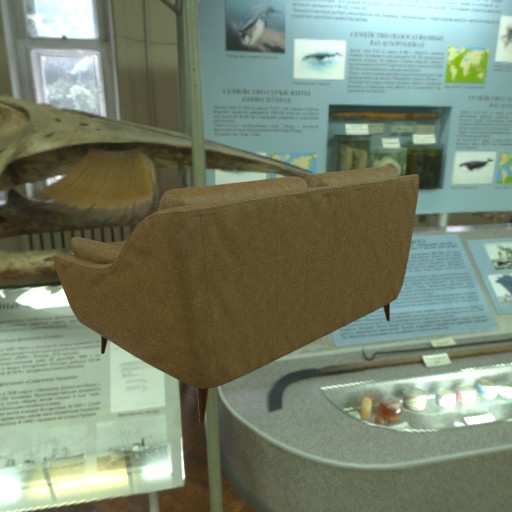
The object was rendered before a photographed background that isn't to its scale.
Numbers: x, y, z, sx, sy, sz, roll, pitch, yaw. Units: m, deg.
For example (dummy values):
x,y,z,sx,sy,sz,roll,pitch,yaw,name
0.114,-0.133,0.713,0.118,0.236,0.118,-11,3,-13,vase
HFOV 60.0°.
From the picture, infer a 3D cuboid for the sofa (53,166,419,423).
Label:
x,y,z,sx,sy,sz,roll,pitch,yaw,name
0.000,0.000,2.318,1.731,0.886,0.981,-15,22,-41,sofa
